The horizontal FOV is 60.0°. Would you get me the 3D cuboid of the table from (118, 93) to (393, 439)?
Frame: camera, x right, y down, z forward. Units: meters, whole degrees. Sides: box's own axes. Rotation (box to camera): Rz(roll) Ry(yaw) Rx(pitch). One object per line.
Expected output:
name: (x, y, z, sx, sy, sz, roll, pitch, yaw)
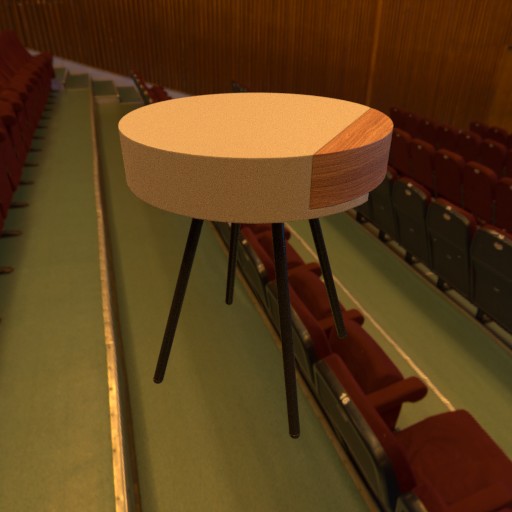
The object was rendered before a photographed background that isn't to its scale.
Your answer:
table: (0.000, 0.000, 0.854, 0.450, 0.525, 0.450, 0, 30, 0)
